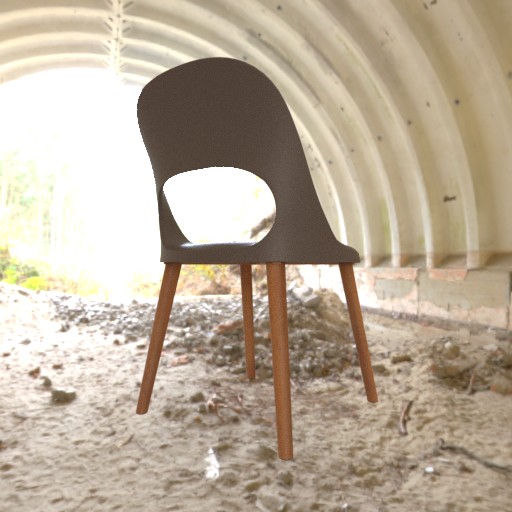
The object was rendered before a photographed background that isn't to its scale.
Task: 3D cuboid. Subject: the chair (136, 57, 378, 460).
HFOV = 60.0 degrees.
[{"bbox_3d":[0.000,0.000,1.145,0.470,0.794,0.556,-1,-2,37],"label":"chair"}]
